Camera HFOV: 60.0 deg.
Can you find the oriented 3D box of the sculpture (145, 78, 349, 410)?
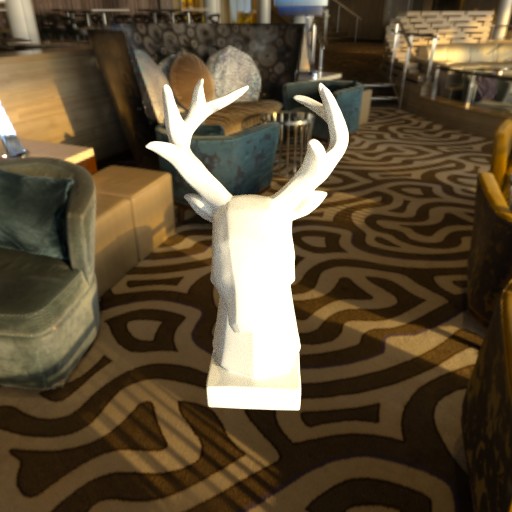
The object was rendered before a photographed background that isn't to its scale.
[{"bbox_3d":[0.000,0.000,0.455,0.174,0.329,0.224,1,29,2],"label":"sculpture"}]
